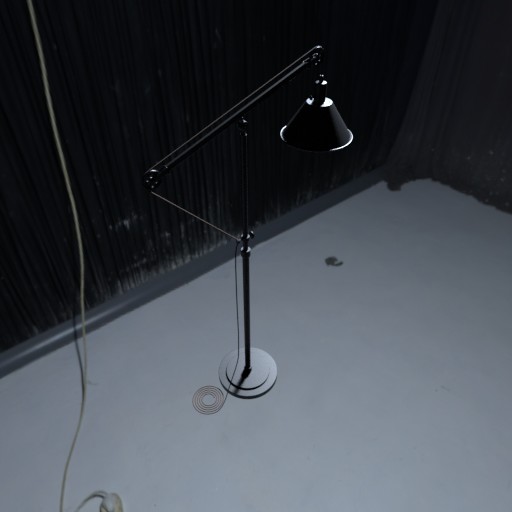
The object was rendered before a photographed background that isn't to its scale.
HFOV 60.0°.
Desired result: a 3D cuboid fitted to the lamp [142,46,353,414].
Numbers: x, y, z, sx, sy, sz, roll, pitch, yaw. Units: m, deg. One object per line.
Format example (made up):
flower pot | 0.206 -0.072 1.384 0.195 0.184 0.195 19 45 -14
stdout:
lamp | 0.000 0.000 1.938 0.904 1.626 0.319 -27 47 -28
